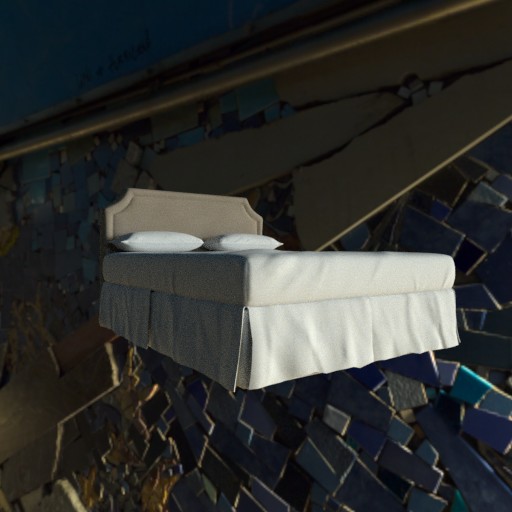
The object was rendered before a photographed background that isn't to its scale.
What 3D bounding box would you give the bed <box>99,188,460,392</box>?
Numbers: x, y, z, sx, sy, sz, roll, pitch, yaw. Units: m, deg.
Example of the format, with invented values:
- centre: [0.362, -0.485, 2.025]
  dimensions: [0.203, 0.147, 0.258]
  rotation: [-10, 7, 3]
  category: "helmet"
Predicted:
- centre: [0.000, 0.000, 3.645]
  dimensions: [1.977, 1.293, 2.498]
  rotation: [0, 1, -36]
  category: "bed"
